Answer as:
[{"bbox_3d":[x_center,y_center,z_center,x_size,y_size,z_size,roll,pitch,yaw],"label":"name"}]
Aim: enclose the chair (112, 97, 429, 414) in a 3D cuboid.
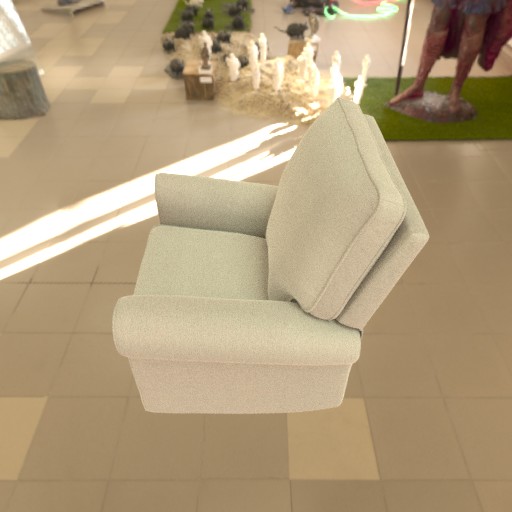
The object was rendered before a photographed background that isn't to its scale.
[{"bbox_3d":[0.000,0.000,1.634,0.878,0.960,0.890,0,42,0],"label":"chair"}]
